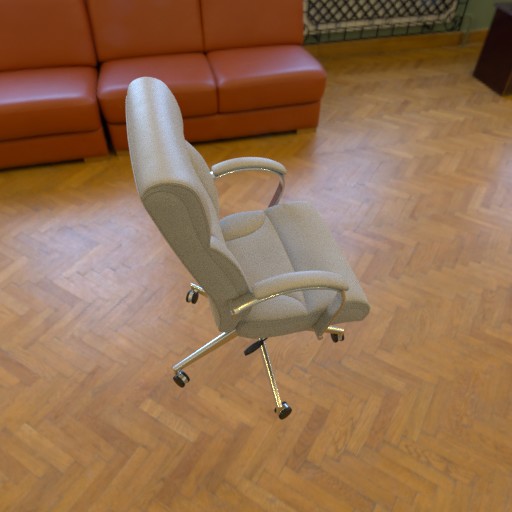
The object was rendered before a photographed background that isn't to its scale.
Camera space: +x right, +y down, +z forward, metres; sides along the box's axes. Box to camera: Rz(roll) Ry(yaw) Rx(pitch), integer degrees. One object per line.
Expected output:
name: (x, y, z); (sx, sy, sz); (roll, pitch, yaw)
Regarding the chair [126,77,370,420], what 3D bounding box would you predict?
chair: (0.000, 0.000, 1.556); (0.745, 1.099, 0.727); (-11, 46, -10)
